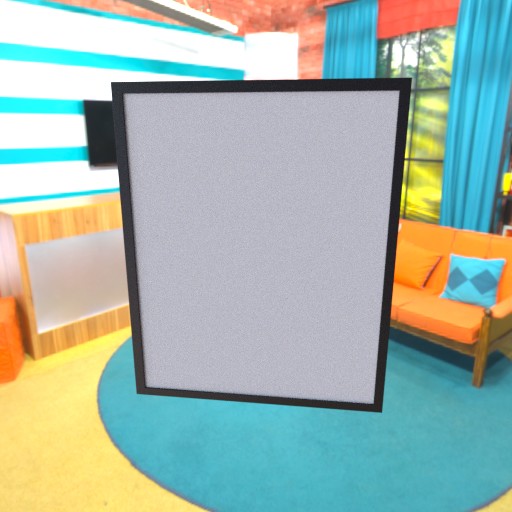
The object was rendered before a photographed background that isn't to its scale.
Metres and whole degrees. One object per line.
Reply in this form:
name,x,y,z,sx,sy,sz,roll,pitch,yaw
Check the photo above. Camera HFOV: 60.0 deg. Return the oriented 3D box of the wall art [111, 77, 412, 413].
wall art,0.000,0.000,0.537,0.325,0.397,0.018,2,16,7
